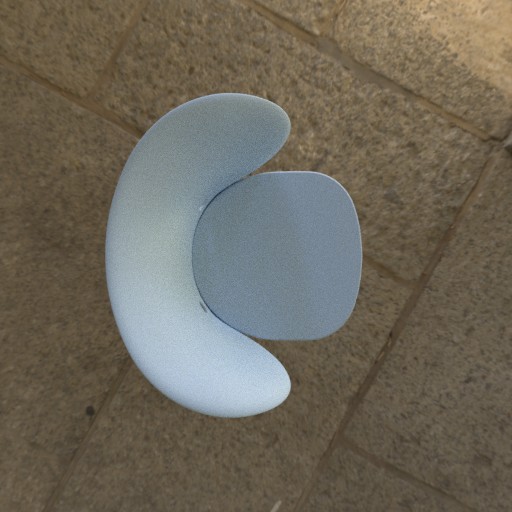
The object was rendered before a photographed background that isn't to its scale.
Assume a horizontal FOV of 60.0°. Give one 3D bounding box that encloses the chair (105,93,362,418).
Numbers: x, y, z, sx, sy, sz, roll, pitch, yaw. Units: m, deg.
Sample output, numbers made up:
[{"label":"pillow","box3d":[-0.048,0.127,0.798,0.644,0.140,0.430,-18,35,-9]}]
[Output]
[{"label":"chair","box3d":[0.000,0.000,0.857,0.402,0.554,0.451,0,90,0]}]
